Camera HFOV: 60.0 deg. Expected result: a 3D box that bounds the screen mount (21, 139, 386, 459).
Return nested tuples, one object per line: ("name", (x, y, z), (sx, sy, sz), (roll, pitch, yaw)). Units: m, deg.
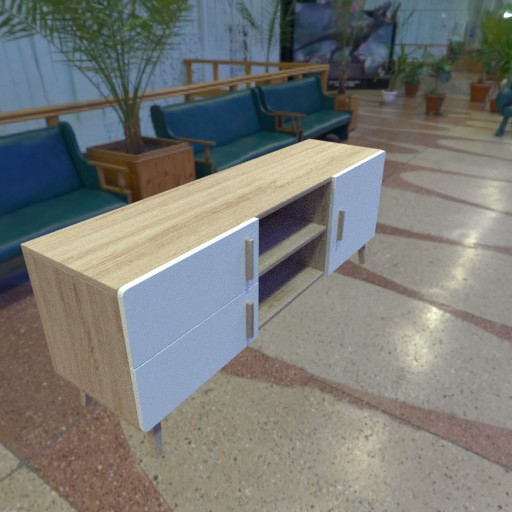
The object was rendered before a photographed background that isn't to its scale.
("screen mount", (0.000, 0.000, 1.706), (0.420, 0.570, 1.500), (18, 32, 31))
